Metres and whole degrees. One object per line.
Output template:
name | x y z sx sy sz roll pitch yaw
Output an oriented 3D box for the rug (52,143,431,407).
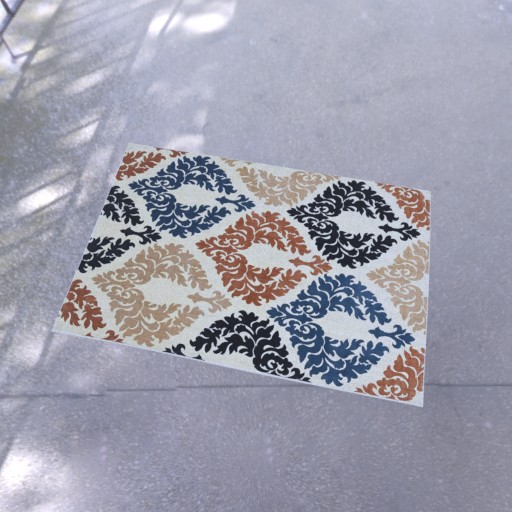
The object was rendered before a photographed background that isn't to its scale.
rug | 0.000 0.000 2.959 2.275 0.014 1.514 10 65 5
